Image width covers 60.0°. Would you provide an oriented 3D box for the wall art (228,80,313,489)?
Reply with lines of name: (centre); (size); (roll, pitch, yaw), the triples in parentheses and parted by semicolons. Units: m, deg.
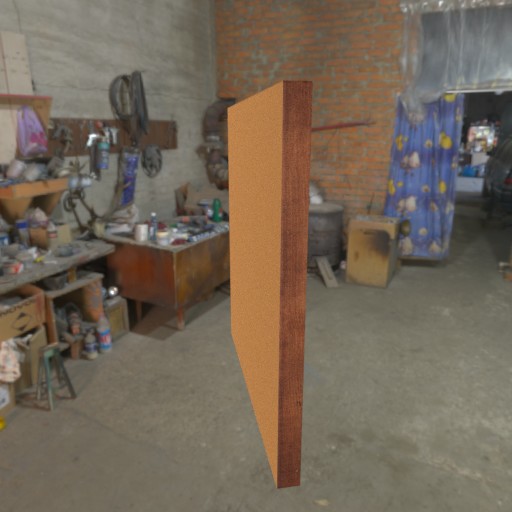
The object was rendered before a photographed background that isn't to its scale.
wall art: (0.000, 0.000, 0.854); (0.037, 0.572, 0.554); (-3, 16, -10)
